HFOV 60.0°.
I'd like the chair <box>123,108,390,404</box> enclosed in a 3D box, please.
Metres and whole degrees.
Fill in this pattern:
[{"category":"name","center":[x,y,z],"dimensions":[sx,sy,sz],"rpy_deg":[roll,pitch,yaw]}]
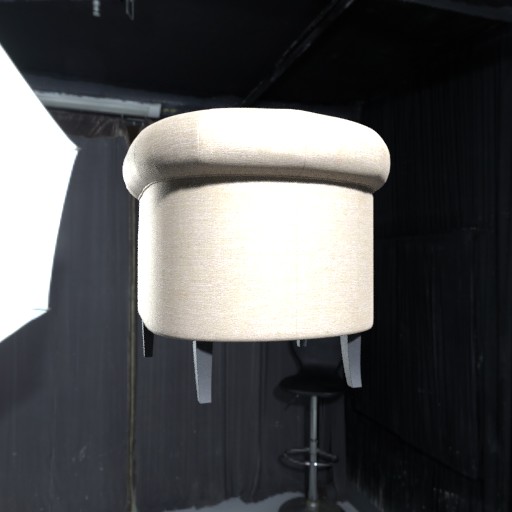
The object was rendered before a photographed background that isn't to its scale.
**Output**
[{"category":"chair","center":[0.000,0.000,1.583],"dimensions":[0.905,0.827,0.852],"rpy_deg":[0,0,-18]}]
